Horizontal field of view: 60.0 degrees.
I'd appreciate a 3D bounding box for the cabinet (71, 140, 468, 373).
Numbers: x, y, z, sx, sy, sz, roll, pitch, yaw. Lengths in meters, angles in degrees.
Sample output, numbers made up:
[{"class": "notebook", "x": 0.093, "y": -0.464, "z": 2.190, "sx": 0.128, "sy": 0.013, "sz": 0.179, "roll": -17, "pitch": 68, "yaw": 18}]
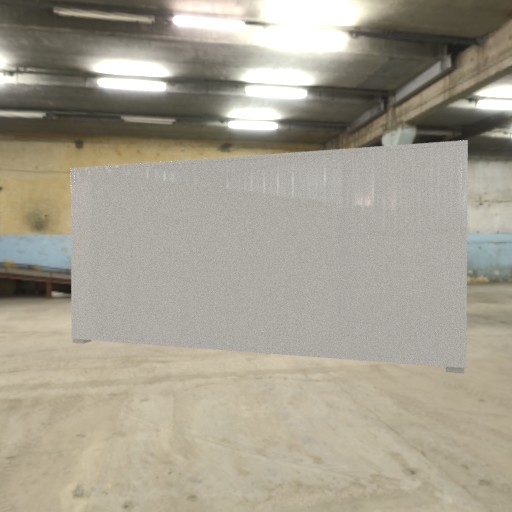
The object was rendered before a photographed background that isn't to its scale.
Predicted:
[{"class": "cabinet", "x": 0.000, "y": 0.000, "z": 1.963, "sx": 1.650, "sy": 0.800, "sz": 0.400, "roll": 0, "pitch": 1, "yaw": 18}]
